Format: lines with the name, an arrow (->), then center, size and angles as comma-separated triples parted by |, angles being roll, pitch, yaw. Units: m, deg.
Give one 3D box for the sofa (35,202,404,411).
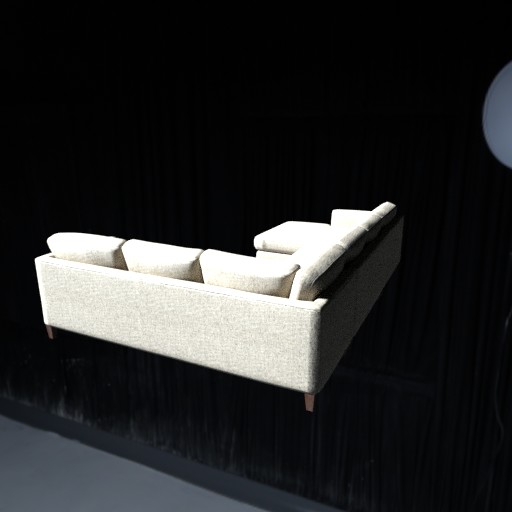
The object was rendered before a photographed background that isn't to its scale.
sofa -> 0.000, 0.000, 4.783 | 2.593, 0.959, 3.460 | 8, 18, 25
